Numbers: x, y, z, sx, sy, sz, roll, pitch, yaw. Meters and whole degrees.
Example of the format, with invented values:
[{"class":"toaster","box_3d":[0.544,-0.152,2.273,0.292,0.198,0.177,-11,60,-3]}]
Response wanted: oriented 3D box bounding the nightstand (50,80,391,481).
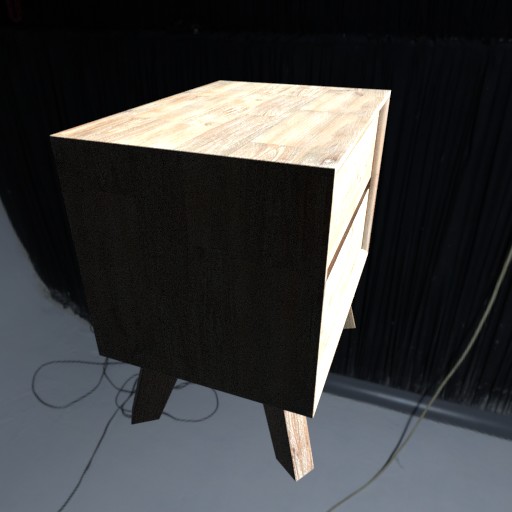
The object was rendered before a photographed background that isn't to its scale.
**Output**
[{"class":"nightstand","box_3d":[0.000,0.000,0.914,0.396,0.589,0.552,11,31,18]}]
